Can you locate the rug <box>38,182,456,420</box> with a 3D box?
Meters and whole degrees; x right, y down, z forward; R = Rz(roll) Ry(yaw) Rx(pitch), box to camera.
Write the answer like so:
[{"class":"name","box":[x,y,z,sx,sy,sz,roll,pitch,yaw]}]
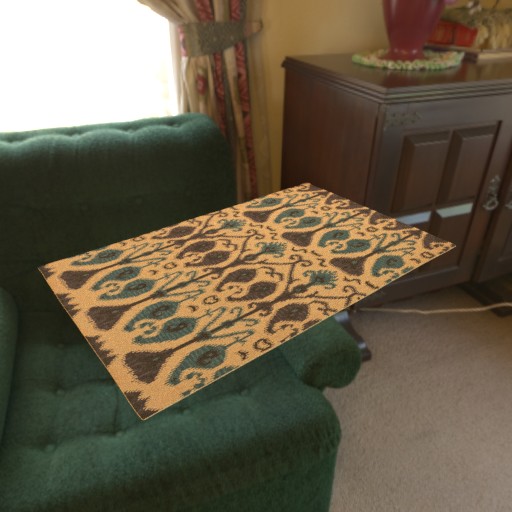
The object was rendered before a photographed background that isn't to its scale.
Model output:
[{"class":"rug","box":[0.000,0.000,2.112,1.698,0.013,1.072,-22,37,-32]}]
